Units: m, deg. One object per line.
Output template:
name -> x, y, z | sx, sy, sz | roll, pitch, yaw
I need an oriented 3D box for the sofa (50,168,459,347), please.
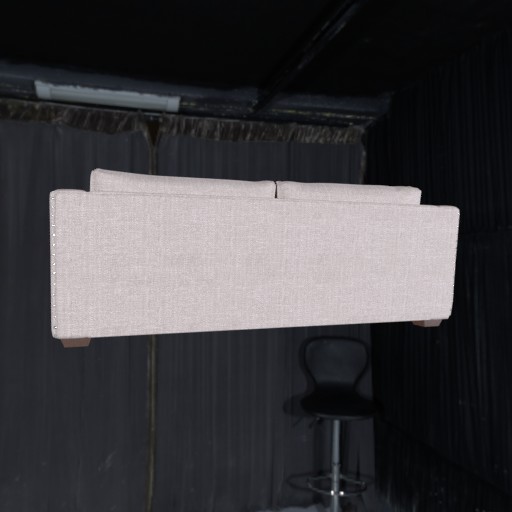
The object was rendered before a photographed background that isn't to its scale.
sofa -> 0.000, 0.000, 2.735 | 2.208, 0.857, 1.000 | 0, 0, -18
